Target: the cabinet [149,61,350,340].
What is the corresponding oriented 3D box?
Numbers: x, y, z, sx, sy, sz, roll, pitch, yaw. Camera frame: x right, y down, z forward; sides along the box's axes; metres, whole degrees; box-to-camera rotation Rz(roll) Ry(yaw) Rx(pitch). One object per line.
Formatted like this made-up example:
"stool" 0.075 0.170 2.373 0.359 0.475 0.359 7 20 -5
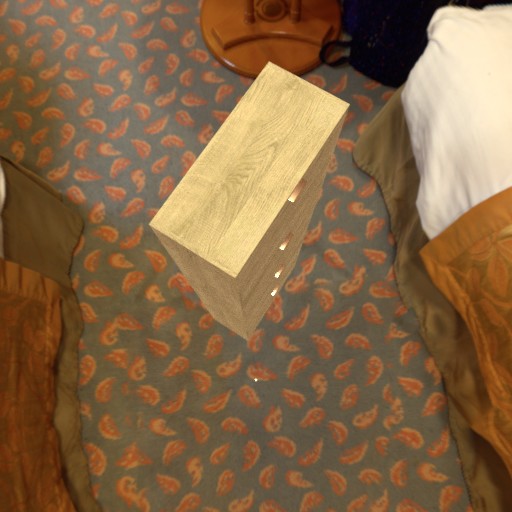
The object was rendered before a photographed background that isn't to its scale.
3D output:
"cabinet" 0.000 0.000 1.835 0.250 1.630 0.520 31 77 8
